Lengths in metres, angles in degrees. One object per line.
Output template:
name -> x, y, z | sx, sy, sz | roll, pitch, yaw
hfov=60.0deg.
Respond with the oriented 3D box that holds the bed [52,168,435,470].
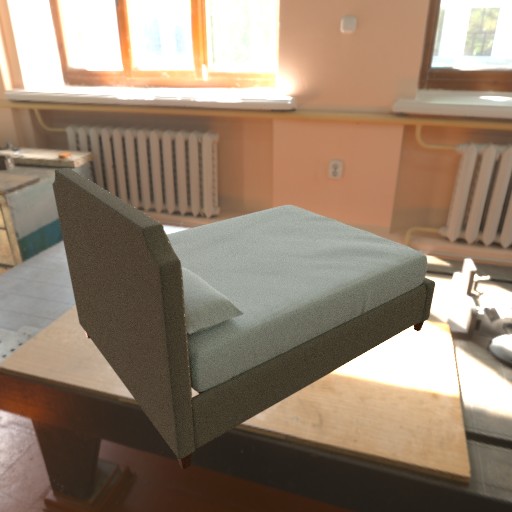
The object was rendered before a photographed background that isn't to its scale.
bed -> 0.000, 0.000, 3.395 | 2.329, 1.415, 1.703 | -18, 30, -34
